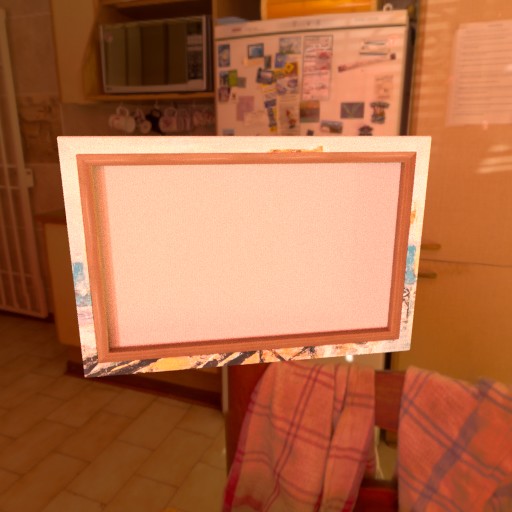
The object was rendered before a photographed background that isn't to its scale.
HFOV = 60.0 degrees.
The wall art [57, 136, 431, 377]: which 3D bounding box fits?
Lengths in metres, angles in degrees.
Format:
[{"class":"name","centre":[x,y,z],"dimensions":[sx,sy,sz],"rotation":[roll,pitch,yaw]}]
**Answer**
[{"class":"wall art","centre":[0.000,0.000,1.167],"dimensions":[0.913,0.609,0.038],"rotation":[-3,16,-9]}]
